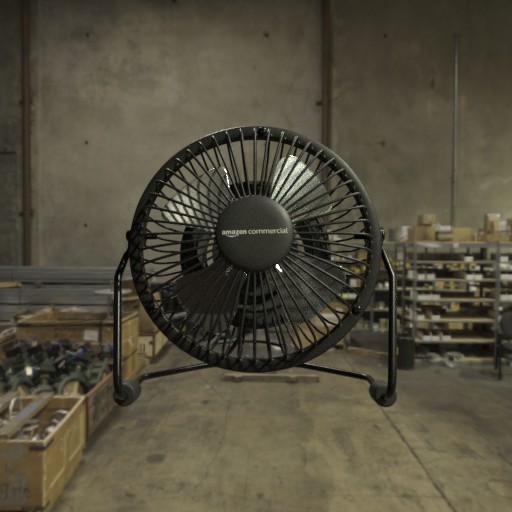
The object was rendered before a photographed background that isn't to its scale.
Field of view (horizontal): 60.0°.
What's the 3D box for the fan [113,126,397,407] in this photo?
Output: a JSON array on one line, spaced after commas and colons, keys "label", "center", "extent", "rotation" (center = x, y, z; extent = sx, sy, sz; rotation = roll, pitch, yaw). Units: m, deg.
[{"label": "fan", "center": [0.000, 0.000, 0.310], "extent": [0.153, 0.152, 0.202], "rotation": [0, 1, 0]}]
